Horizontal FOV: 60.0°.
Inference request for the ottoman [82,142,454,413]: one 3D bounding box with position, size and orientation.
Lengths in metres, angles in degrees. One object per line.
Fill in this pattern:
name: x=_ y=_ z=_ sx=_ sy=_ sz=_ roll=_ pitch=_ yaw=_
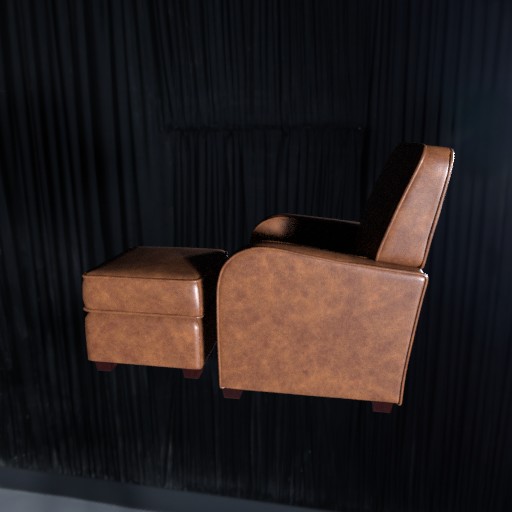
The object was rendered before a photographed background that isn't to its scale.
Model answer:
ottoman: x=0.000 y=0.000 z=1.819 sx=1.314 sy=0.904 sz=0.732 roll=2 pitch=15 yaw=9
